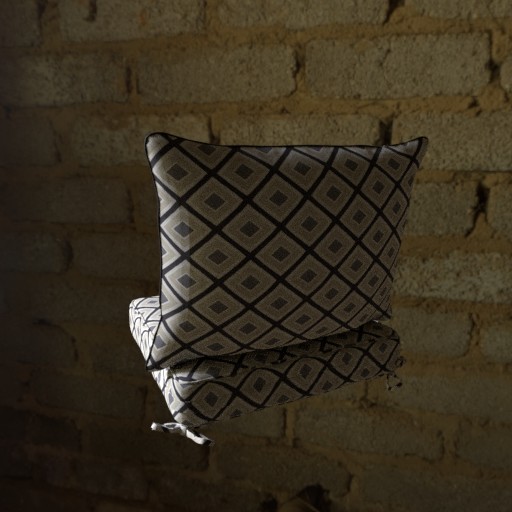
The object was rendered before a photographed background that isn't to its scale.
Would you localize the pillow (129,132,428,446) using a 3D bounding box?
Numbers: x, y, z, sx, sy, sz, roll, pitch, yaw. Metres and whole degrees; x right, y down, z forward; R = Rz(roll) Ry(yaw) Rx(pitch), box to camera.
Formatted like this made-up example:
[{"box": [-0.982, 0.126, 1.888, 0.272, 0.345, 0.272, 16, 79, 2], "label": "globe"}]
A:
[{"box": [0.000, 0.000, 1.370, 0.798, 0.722, 0.733, -7, 16, -25], "label": "pillow"}]
